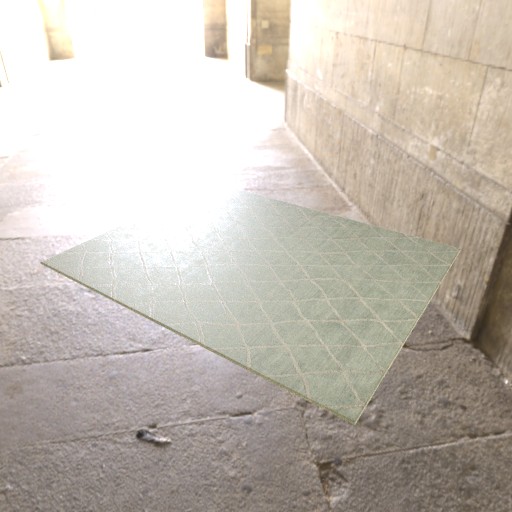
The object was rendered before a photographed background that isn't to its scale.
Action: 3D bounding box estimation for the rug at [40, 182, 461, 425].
[{"bbox_3d":[0.000,0.000,4.083,3.039,0.019,2.420,19,36,30],"label":"rug"}]
